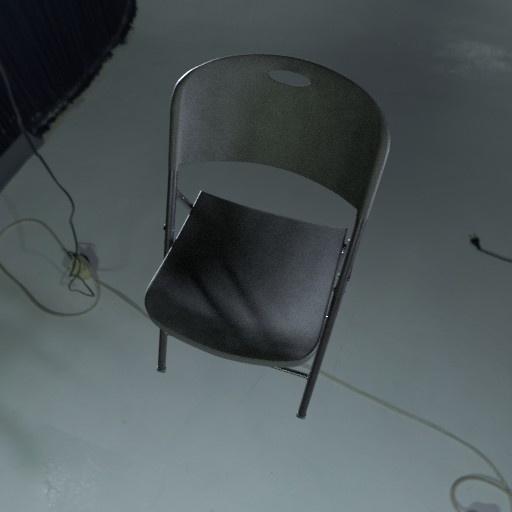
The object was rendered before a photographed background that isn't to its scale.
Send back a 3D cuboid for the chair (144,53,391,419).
[{"bbox_3d":[0.000,0.000,1.169,0.494,0.810,0.566,15,61,9],"label":"chair"}]
